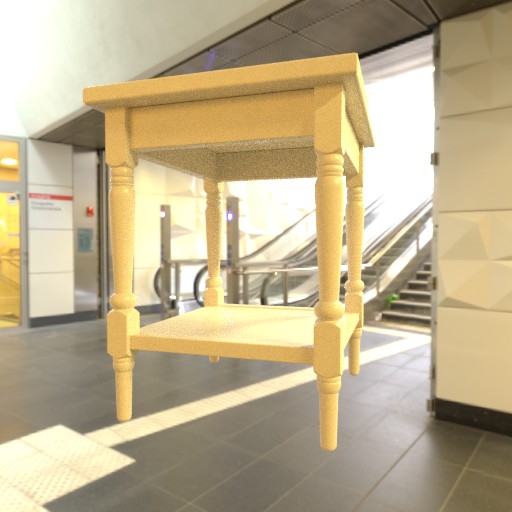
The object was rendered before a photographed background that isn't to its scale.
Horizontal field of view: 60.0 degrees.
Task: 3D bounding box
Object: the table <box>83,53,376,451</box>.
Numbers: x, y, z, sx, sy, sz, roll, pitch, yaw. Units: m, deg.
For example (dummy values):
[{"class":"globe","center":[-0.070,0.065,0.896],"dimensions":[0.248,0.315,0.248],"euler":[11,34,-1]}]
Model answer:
[{"class":"table","center":[0.000,0.000,0.899],"dimensions":[0.442,0.565,0.488],"euler":[1,2,18]}]
